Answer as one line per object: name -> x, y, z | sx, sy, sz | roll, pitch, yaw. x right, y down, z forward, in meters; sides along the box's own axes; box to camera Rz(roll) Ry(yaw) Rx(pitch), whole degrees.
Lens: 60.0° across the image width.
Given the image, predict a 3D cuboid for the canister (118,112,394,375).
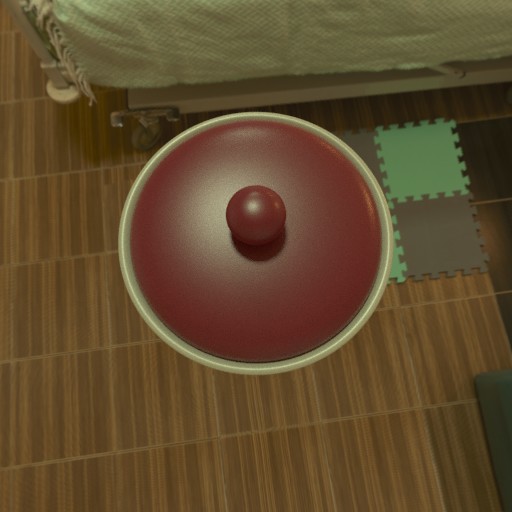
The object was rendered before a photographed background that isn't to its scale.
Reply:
canister -> 0.000, 0.000, 0.348 | 0.181, 0.211, 0.181 | 0, 75, 0
